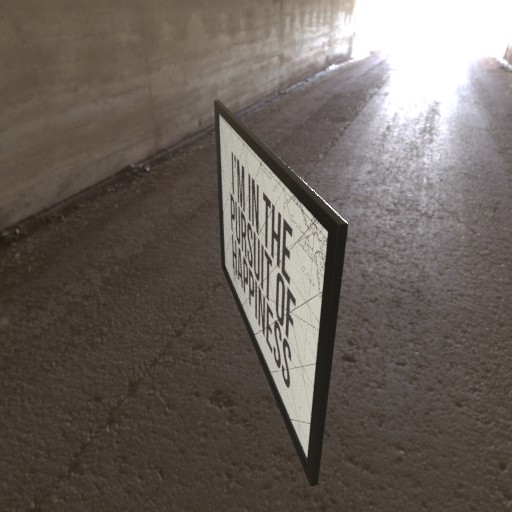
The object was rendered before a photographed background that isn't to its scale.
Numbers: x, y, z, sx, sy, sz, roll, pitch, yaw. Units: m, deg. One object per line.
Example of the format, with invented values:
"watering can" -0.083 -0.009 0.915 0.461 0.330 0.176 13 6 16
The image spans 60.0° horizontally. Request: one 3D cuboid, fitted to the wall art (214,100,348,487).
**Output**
"wall art" 0.000 0.000 1.041 0.015 0.552 0.819 -8 31 -14
